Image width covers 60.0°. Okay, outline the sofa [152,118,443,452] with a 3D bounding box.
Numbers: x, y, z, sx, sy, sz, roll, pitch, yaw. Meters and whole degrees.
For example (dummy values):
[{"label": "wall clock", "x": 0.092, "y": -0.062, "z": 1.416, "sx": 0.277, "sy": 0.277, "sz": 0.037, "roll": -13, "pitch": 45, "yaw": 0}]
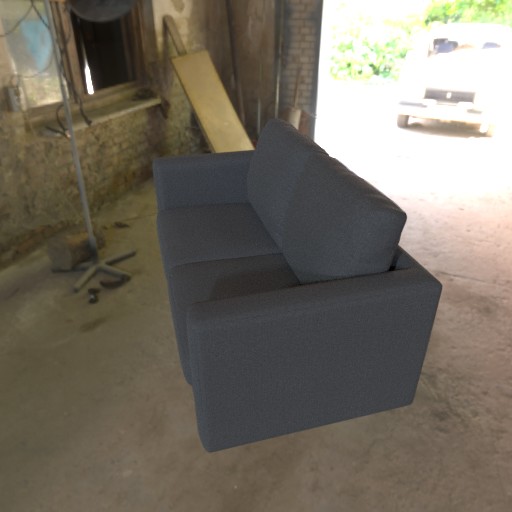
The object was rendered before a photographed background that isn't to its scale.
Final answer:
[{"label": "sofa", "x": 0.000, "y": 0.000, "z": 1.945, "sx": 0.796, "sy": 0.908, "sz": 1.430, "roll": -8, "pitch": 32, "yaw": -13}]
